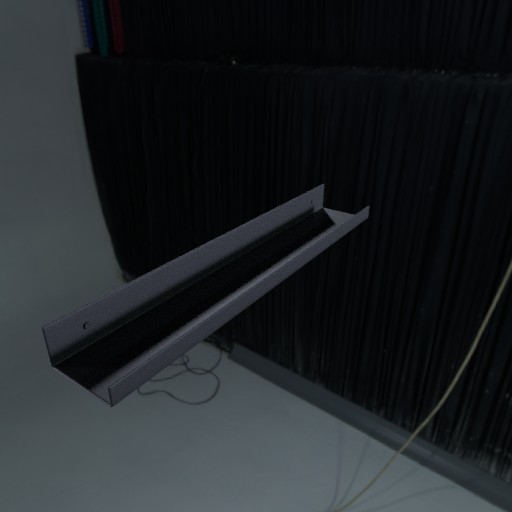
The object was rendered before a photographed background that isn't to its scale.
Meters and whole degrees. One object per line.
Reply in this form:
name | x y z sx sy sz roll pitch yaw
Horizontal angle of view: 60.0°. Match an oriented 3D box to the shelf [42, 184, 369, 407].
shelf | 0.000 0.000 0.654 0.102 0.053 0.605 18 31 32
